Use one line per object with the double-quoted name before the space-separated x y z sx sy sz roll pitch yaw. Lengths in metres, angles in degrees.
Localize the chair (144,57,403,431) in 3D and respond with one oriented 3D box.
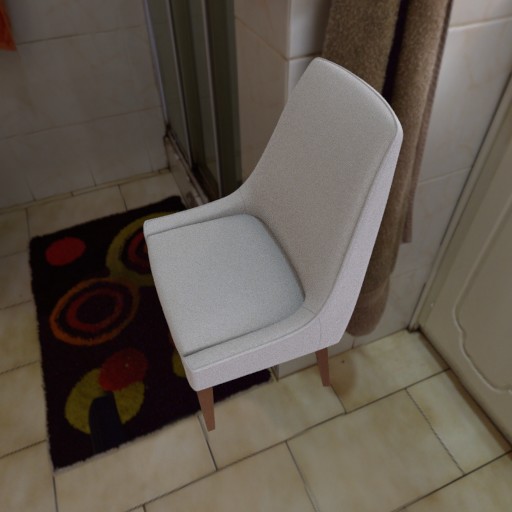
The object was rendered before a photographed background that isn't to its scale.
"chair" 0.000 0.000 1.186 0.544 0.861 0.529 -16 49 -14
